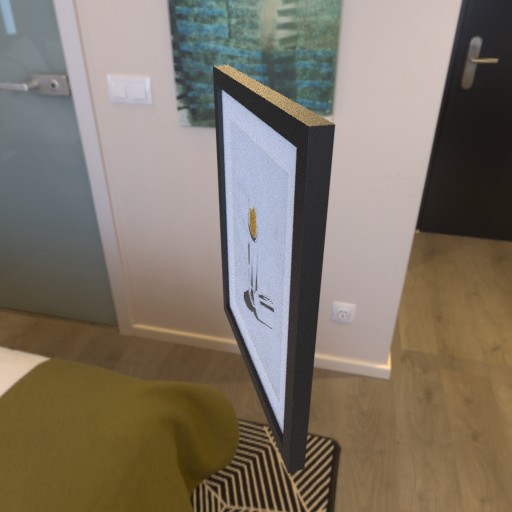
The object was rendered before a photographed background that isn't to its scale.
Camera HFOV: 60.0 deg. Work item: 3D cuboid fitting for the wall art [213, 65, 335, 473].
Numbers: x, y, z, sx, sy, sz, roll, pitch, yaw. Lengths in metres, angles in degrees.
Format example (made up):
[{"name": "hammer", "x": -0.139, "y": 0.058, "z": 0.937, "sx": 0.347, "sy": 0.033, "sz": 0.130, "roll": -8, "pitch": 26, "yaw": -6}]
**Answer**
[{"name": "wall art", "x": 0.000, "y": 0.000, "z": 0.771, "sx": 0.029, "sy": 0.559, "sz": 0.457, "roll": -9, "pitch": 32, "yaw": -14}]
